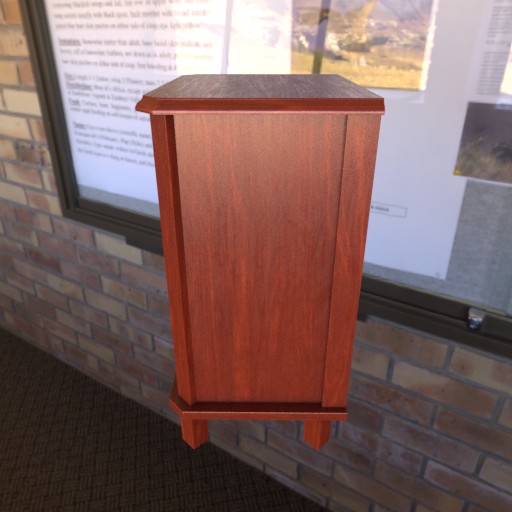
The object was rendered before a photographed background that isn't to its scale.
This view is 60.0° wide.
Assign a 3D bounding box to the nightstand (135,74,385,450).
[{"bbox_3d":[0.000,0.000,0.934,0.351,0.681,0.435,0,26,1],"label":"nightstand"}]
